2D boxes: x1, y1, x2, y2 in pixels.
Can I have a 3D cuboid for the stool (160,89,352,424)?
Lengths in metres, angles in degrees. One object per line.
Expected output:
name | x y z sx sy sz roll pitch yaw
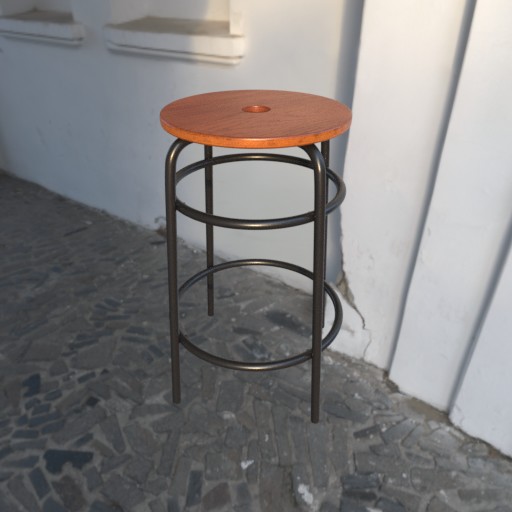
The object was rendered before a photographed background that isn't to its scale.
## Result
stool | 0.000 0.000 0.942 0.455 0.610 0.455 -21 37 -30
